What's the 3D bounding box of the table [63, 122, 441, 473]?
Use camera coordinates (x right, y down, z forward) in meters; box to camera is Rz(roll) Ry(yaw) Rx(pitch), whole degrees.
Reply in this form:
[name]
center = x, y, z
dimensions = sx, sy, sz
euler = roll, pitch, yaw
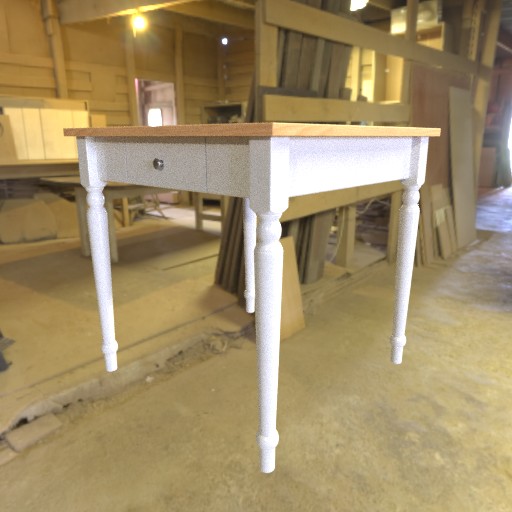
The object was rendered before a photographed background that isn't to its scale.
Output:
[table]
center = 0.000, 0.000, 1.333
dimensions = 0.747, 0.738, 0.747
euler = 13, 20, 40
